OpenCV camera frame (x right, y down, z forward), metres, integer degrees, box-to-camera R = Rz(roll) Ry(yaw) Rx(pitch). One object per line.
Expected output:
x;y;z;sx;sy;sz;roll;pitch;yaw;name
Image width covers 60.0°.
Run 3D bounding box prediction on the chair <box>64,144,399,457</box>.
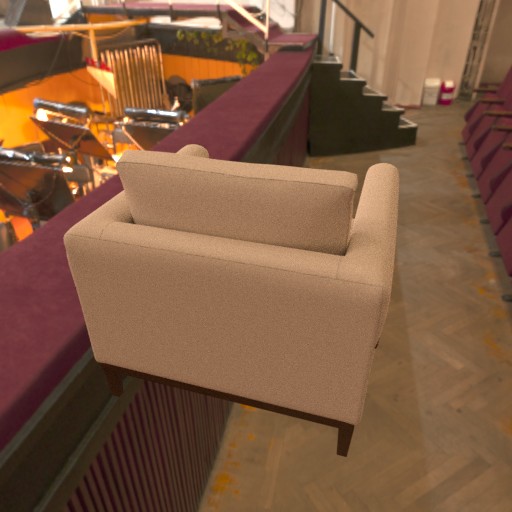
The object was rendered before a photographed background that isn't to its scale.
0.000;0.000;1.691;0.982;0.915;0.896;9;33;14;chair
